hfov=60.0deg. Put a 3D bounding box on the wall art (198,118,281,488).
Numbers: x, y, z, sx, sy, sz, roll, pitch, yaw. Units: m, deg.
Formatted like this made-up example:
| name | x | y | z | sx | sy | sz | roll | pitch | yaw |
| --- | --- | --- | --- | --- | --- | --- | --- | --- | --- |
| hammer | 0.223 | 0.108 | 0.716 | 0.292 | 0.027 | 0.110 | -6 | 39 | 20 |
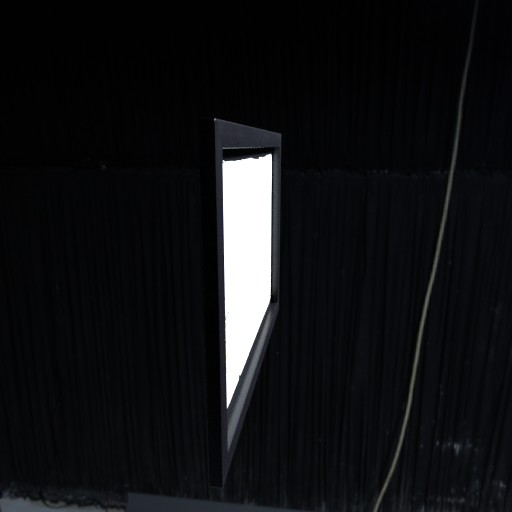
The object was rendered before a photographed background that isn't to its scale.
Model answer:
| name | x | y | z | sx | sy | sz | roll | pitch | yaw |
| --- | --- | --- | --- | --- | --- | --- | --- | --- | --- |
| wall art | 0.000 | 0.000 | 0.558 | 0.013 | 0.306 | 0.440 | 2 | 14 | 9 |
